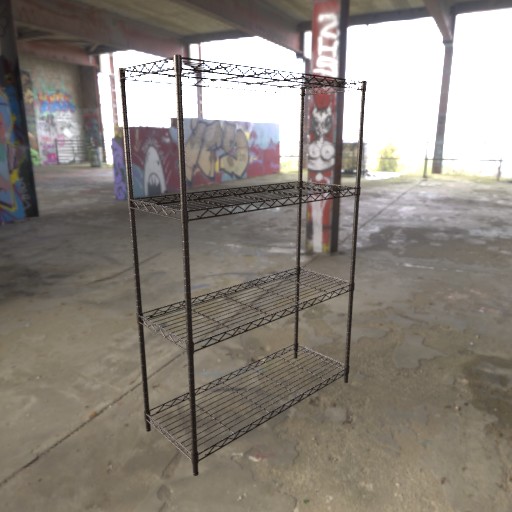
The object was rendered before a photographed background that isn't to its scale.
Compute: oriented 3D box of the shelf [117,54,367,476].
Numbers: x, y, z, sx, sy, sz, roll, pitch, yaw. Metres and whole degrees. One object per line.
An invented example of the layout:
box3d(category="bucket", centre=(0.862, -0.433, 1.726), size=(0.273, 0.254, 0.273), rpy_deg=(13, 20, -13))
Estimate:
box3d(category="shelf", centre=(0.000, 0.000, 1.785), size=(0.907, 1.361, 0.352), rpy_deg=(-14, 21, -41))
